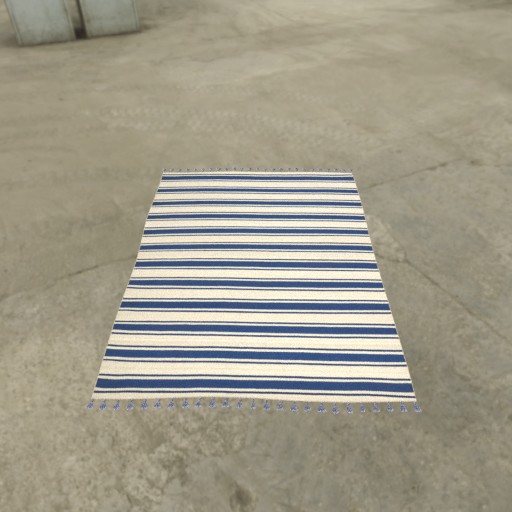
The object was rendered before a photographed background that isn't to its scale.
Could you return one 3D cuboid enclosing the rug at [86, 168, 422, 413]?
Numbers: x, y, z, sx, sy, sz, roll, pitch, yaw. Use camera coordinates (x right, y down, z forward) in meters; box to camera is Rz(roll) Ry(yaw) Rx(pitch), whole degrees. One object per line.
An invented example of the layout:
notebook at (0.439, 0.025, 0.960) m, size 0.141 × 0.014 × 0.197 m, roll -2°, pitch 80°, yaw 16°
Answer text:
rug at (0.000, 0.000, 4.510) m, size 2.471 × 0.016 × 3.416 m, roll 0°, pitch 42°, yaw 0°
